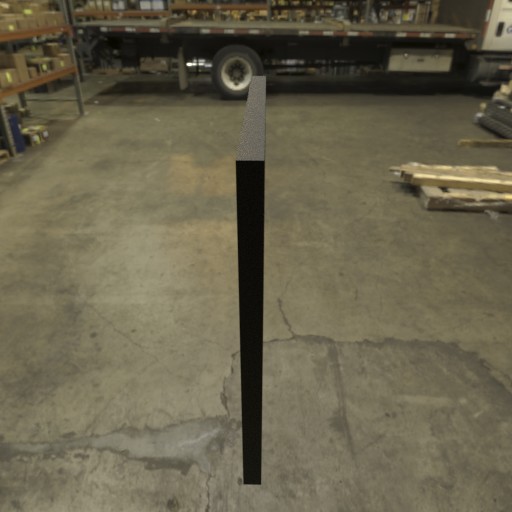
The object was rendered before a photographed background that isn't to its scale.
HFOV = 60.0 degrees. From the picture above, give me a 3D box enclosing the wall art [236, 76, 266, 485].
[{"bbox_3d":[0.000,0.000,1.155,0.042,0.766,0.769,1,30,1],"label":"wall art"}]
